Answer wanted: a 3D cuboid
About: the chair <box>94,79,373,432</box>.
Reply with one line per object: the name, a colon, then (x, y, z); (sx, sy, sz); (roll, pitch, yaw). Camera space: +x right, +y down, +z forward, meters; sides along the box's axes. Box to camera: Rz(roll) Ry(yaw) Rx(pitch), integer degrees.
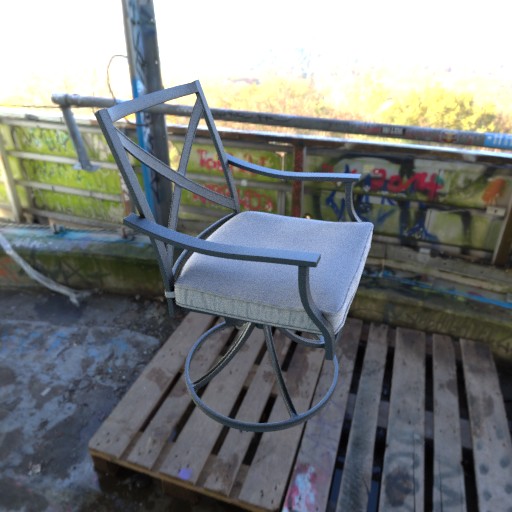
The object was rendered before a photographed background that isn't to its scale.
chair: (0.000, 0.000, 1.312); (0.620, 0.889, 0.575); (11, 32, 18)
